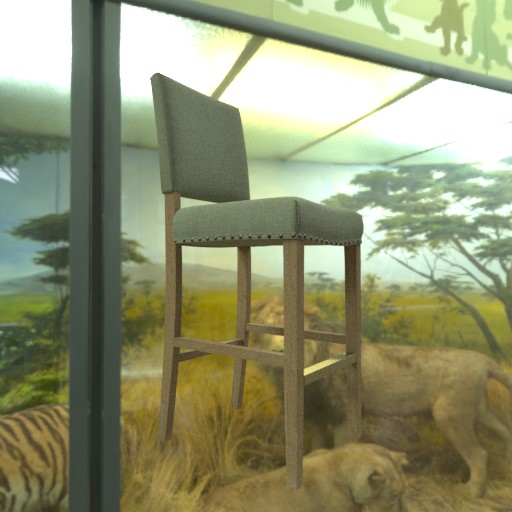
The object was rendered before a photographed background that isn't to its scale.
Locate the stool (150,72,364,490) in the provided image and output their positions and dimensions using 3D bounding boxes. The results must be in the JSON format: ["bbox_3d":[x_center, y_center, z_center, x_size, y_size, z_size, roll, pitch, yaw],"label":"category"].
[{"bbox_3d":[0.000,0.000,1.472,0.585,1.203,0.445,0,-1,36],"label":"stool"}]
